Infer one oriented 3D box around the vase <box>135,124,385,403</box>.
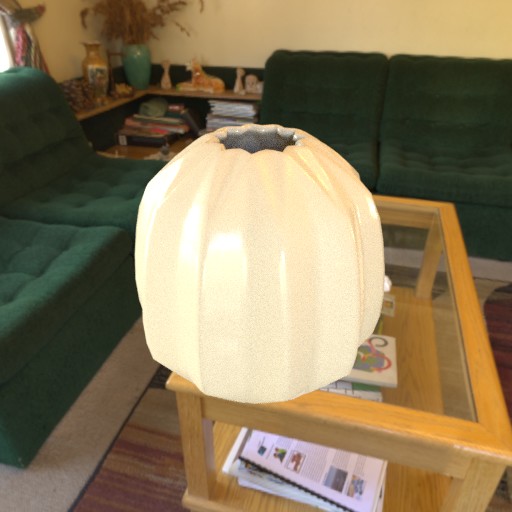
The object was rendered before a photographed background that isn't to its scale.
[{"bbox_3d":[0.000,0.000,0.248,0.139,0.134,0.139,0,31,0],"label":"vase"}]
